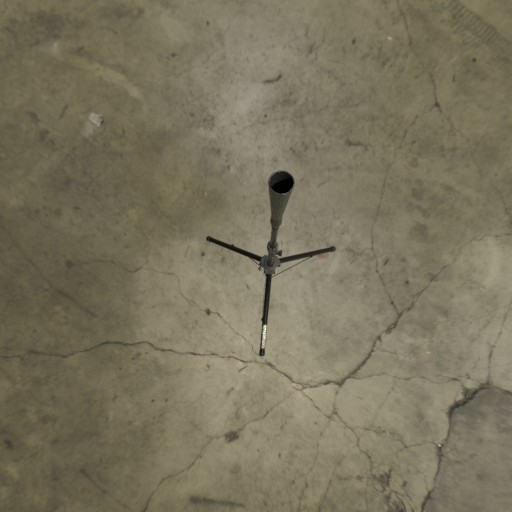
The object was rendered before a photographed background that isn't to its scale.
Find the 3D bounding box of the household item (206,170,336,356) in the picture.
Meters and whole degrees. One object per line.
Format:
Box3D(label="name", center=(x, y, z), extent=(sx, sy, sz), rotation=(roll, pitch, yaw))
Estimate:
Box3D(label="household item", center=(0.000, 0.000, 1.422), extent=(0.559, 1.067, 0.559), rotation=(19, 77, 5))
